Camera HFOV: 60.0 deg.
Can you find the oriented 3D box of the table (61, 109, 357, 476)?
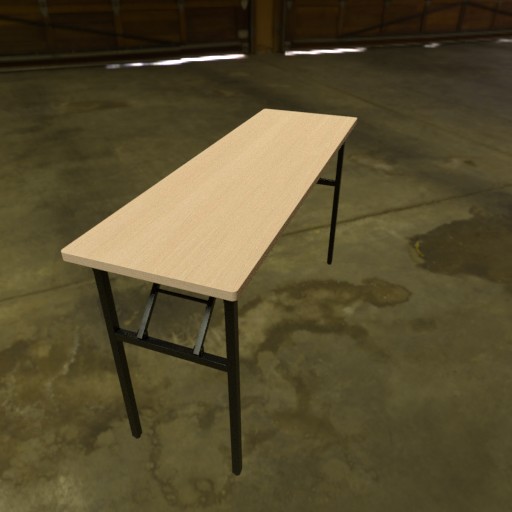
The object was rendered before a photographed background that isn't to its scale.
[{"bbox_3d":[0.000,0.000,1.713,0.447,0.750,1.397,12,34,18],"label":"table"}]
